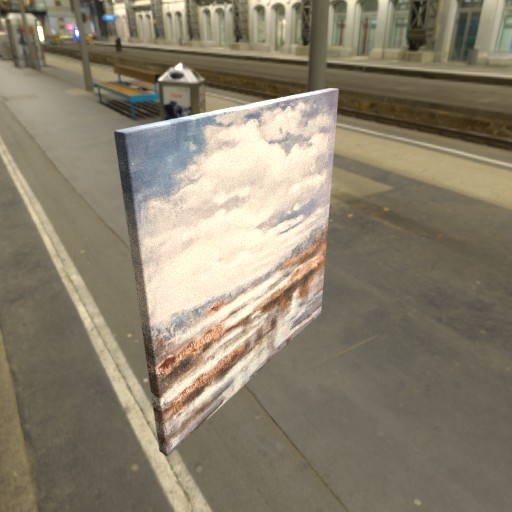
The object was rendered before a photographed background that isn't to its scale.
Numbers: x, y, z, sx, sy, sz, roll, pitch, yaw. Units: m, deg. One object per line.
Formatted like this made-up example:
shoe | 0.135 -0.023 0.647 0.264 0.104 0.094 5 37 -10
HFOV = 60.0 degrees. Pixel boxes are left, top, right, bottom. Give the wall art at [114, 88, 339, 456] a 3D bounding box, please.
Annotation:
wall art | 0.000 0.000 1.370 0.035 0.897 0.888 18 32 32
